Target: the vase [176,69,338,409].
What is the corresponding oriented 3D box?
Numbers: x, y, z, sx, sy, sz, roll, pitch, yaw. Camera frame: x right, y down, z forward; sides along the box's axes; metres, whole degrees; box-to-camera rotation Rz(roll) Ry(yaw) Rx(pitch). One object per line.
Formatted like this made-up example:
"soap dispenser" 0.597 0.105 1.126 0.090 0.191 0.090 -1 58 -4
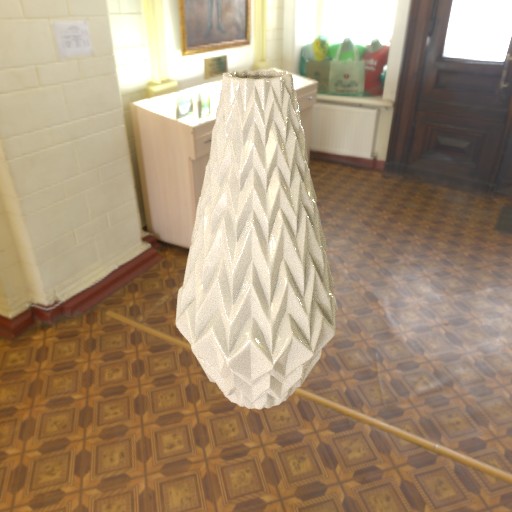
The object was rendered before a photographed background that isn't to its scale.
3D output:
"vase" 0.000 0.000 0.428 0.167 0.328 0.167 0 30 0
